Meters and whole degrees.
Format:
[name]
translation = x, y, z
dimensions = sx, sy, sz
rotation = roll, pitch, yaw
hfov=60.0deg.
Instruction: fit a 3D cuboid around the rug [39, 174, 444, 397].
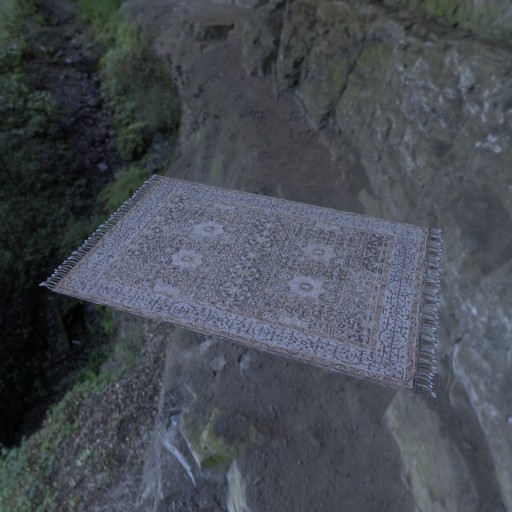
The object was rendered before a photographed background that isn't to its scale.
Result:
[rug]
translation = 0.000, 0.000, 2.548
dimensions = 2.029, 0.010, 1.237
rotation = 13, 42, 15
